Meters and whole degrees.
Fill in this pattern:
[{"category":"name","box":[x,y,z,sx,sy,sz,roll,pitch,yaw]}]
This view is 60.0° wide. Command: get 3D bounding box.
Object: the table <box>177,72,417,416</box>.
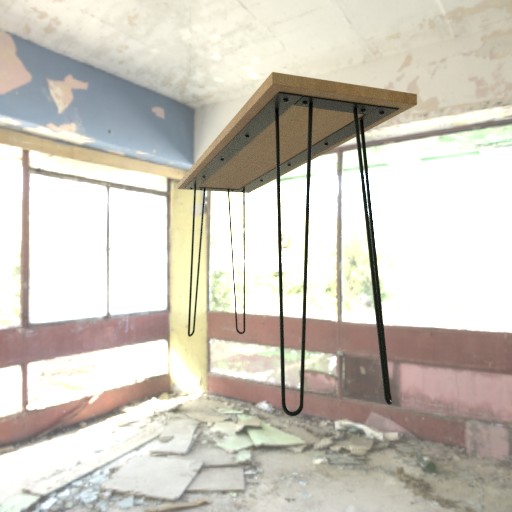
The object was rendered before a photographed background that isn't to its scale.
[{"category":"table","box":[0.000,0.000,1.726,0.399,0.799,1.400,1,-2,-19]}]
